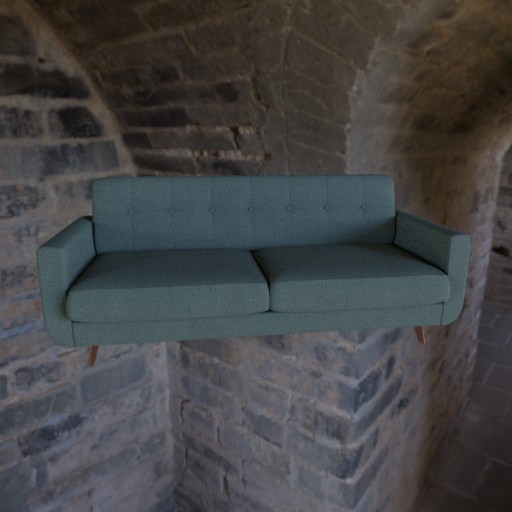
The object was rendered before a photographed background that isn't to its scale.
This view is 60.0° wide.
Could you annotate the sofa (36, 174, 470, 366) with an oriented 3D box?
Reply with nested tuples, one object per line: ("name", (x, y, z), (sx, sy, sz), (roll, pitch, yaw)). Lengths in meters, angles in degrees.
("sofa", (0.000, 0.000, 2.450), (2.029, 0.841, 0.909), (-2, 15, -8))
